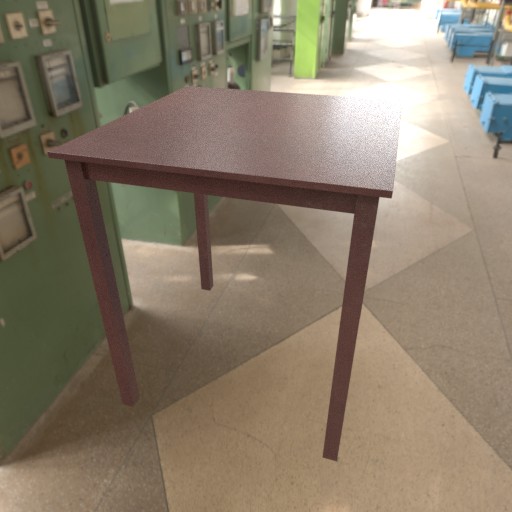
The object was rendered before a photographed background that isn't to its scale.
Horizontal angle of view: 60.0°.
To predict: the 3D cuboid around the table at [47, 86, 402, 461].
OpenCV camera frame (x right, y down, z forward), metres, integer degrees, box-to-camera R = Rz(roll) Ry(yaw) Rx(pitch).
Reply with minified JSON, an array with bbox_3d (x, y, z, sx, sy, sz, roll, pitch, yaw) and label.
[{"bbox_3d":[0.000,0.000,1.645,0.861,0.991,0.861,9,33,14],"label":"table"}]
